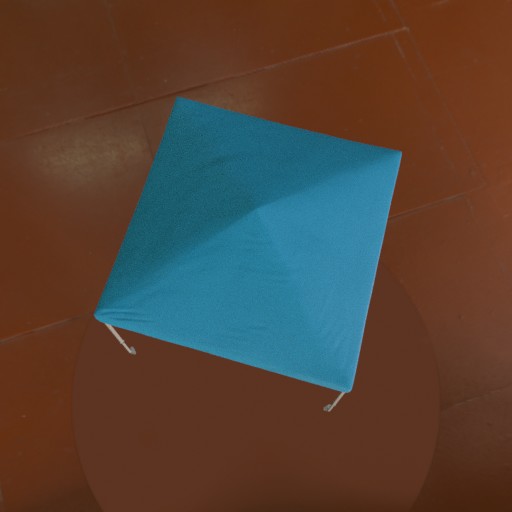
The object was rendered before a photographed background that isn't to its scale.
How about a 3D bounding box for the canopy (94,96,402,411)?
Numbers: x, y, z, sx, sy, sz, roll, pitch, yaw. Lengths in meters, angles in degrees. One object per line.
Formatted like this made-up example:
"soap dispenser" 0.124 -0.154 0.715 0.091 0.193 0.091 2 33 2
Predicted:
"canopy" 0.000 0.000 5.030 2.849 2.849 2.848 15 75 4
